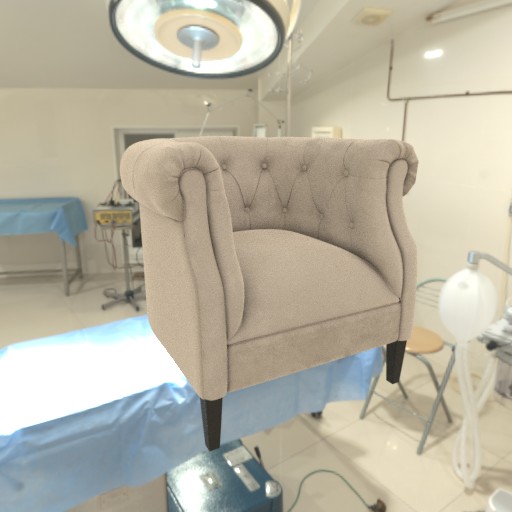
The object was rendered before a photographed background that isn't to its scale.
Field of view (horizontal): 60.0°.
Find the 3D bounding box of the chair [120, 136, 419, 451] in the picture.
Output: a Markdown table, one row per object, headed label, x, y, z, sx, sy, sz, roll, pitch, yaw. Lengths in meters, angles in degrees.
| label | x | y | z | sx | sy | sz | roll | pitch | yaw |
| --- | --- | --- | --- | --- | --- | --- | --- | --- | --- |
| chair | 0.000 | 0.000 | 1.600 | 0.904 | 0.826 | 0.851 | -9 | 18 | -28 |
